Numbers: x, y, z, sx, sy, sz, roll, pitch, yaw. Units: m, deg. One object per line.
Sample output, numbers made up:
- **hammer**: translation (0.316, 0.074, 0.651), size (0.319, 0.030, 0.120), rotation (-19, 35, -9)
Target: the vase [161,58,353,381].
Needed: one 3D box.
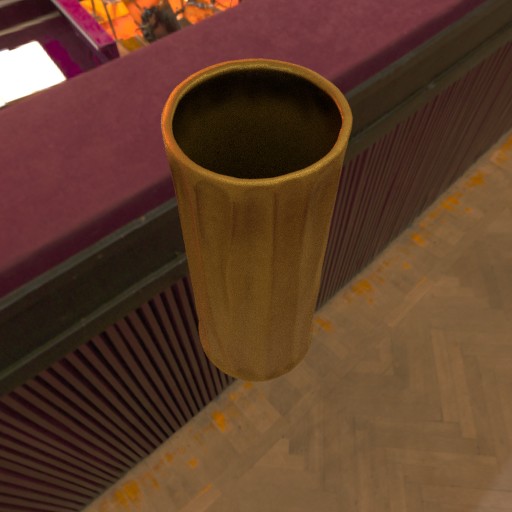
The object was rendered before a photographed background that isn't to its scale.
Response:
- **vase**: translation (0.000, 0.000, 0.180), size (0.061, 0.143, 0.061), rotation (0, 57, 0)
